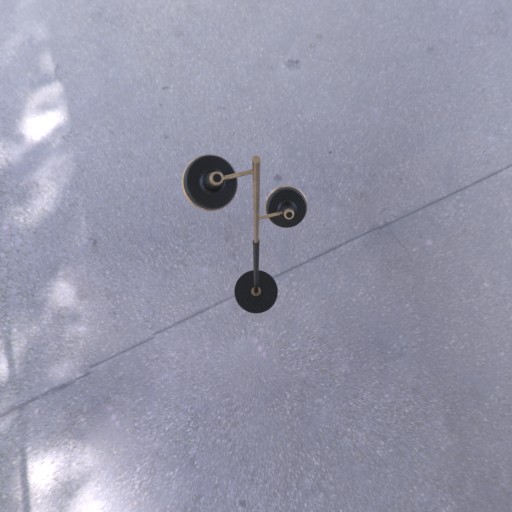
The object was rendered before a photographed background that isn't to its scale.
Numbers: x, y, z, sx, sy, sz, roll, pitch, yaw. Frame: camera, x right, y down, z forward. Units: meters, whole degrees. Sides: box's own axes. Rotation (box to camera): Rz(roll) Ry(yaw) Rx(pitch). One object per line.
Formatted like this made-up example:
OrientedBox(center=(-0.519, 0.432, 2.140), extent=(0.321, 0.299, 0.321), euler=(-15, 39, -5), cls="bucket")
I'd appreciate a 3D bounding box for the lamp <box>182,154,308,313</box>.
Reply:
OrientedBox(center=(0.000, 0.000, 1.767), extent=(0.351, 1.674, 0.253), euler=(-14, 76, -3), cls="lamp")
